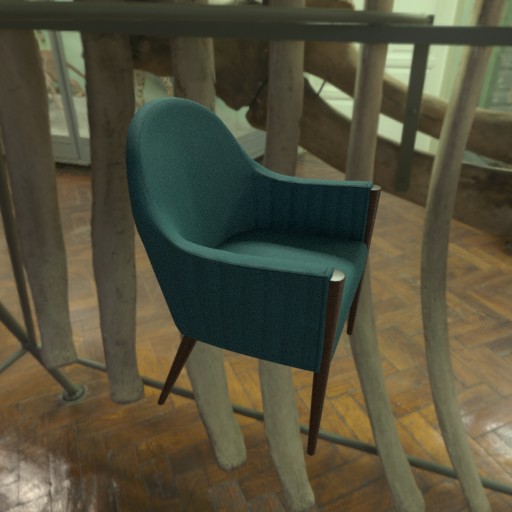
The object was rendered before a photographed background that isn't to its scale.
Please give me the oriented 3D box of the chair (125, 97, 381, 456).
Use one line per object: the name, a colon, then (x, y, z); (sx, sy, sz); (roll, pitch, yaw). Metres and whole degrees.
chair: (0.000, 0.000, 1.400); (0.652, 0.907, 0.656); (11, 32, 18)
